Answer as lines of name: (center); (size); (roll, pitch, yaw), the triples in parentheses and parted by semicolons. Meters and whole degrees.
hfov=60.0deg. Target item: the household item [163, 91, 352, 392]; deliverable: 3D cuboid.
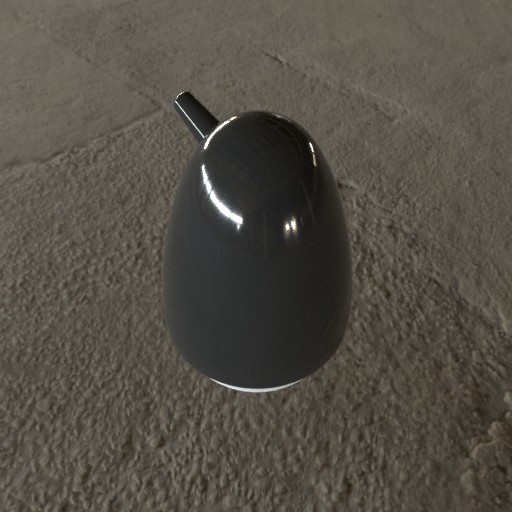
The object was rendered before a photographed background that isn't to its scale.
household item: (0.000, 0.000, 0.222); (0.102, 0.152, 0.104); (-33, 55, -27)
